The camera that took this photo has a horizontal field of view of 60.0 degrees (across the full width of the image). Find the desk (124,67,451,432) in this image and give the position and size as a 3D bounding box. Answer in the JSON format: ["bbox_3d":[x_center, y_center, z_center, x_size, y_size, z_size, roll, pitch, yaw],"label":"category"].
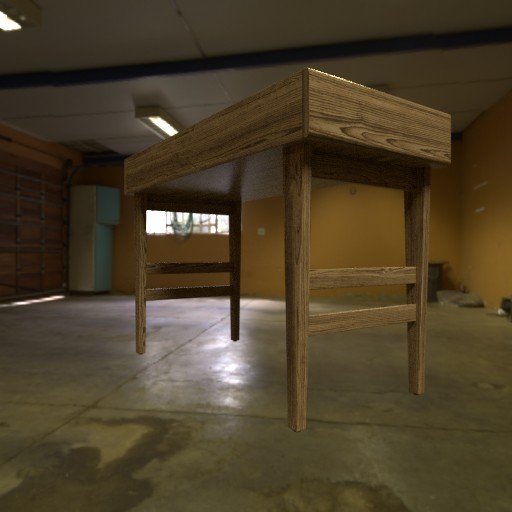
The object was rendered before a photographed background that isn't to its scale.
[{"bbox_3d":[0.000,0.000,1.457,0.508,0.755,1.067,0,0,-36],"label":"desk"}]
